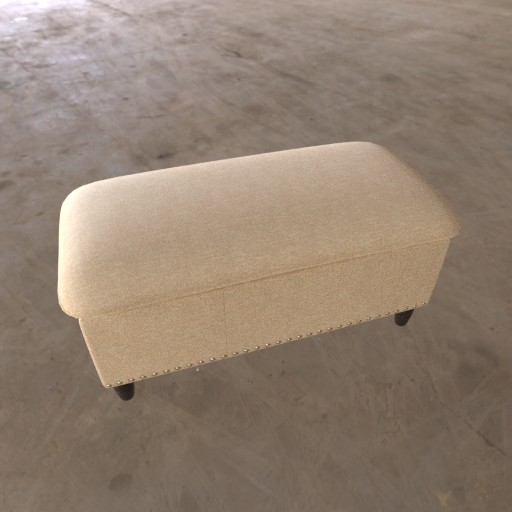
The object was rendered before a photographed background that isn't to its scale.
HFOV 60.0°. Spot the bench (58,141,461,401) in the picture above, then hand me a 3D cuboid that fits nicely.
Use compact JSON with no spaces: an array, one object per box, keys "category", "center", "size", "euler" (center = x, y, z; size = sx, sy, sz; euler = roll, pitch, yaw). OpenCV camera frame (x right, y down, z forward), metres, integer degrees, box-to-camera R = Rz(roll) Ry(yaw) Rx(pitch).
[{"category":"bench","center":[0.000,0.000,1.268],"size":[0.991,0.483,0.483],"euler":[-12,42,-14]}]
